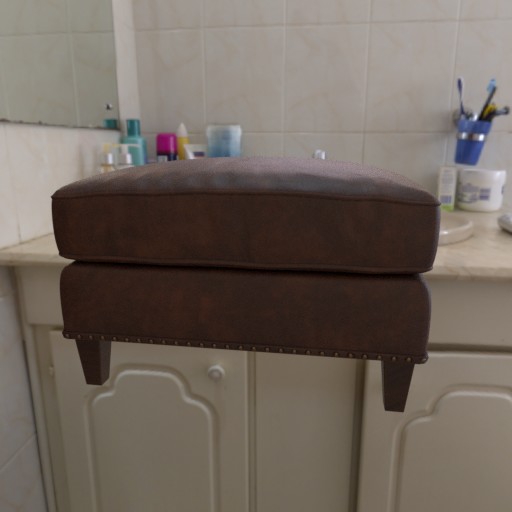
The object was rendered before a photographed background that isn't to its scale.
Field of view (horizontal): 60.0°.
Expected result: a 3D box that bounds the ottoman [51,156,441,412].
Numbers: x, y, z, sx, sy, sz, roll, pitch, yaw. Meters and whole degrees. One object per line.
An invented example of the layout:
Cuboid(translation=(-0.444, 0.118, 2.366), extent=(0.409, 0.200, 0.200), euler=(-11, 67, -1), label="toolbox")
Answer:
Cuboid(translation=(0.000, 0.000, 1.111), extent=(0.742, 0.486, 0.586), euler=(2, 13, 9), label="ottoman")
